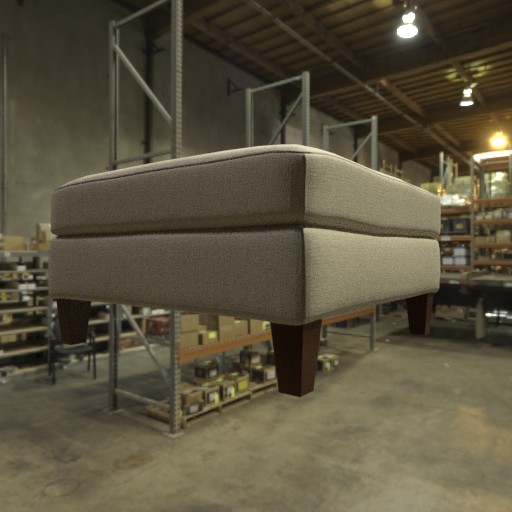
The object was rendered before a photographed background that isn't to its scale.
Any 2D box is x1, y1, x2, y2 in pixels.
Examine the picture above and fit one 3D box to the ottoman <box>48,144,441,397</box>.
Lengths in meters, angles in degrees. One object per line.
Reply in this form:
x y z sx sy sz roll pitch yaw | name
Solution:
0.000 0.000 1.293 0.838 0.478 0.838 0 0 37 | ottoman
